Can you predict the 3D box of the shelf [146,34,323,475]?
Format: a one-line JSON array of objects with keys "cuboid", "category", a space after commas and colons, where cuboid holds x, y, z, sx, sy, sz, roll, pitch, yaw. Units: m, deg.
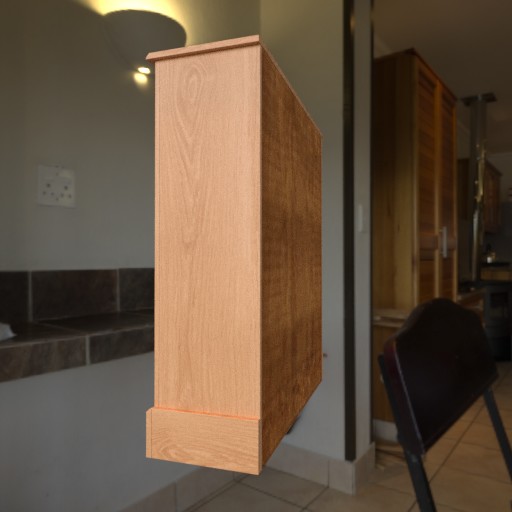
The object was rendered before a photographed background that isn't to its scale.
[{"cuboid": [0.000, 0.000, 1.430, 0.291, 0.980, 0.840, 0, -1, 18], "category": "shelf"}]
